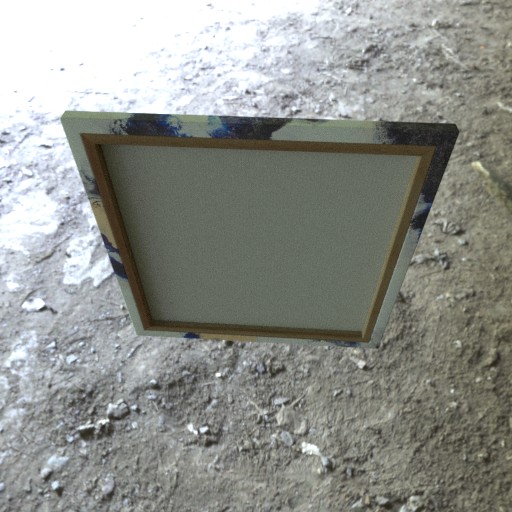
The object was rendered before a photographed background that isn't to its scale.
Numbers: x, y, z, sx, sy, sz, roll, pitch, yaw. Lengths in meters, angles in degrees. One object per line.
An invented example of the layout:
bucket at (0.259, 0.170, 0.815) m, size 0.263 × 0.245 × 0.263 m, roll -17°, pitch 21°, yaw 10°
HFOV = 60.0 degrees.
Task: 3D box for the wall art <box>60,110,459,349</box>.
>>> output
wall art at (0.000, 0.000, 1.313) m, size 0.887 × 0.885 × 0.038 m, roll 3°, pitch 47°, yaw 3°
